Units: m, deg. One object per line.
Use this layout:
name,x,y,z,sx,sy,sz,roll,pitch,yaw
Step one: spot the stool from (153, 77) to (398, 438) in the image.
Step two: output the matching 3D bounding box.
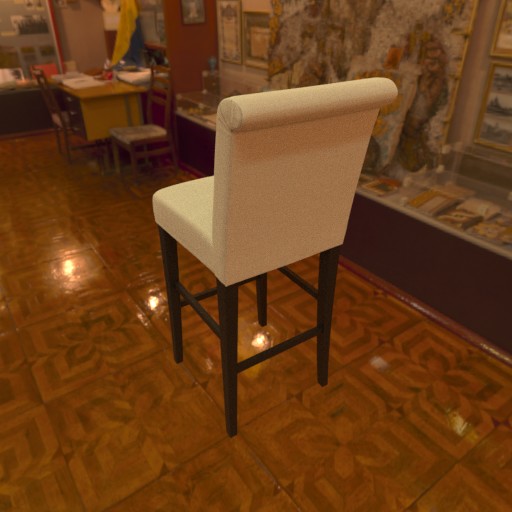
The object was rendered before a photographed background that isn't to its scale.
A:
stool,0.000,0.000,1.448,0.452,1.124,0.597,-19,36,-28
